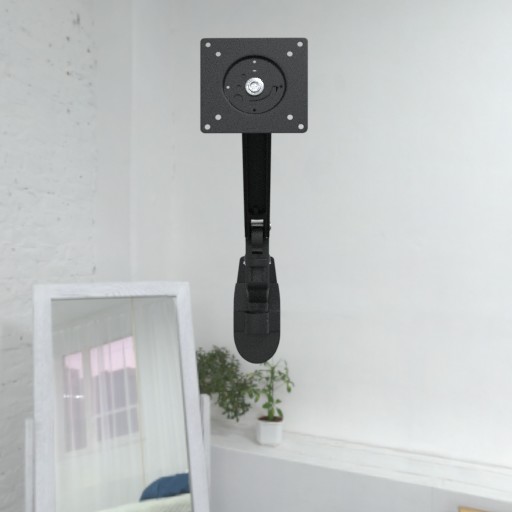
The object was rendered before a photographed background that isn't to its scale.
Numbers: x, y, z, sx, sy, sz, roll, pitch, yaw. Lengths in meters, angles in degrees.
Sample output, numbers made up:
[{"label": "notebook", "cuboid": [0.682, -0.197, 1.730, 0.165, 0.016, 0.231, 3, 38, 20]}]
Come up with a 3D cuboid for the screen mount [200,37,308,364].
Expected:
[{"label": "screen mount", "cuboid": [0.000, 0.000, 0.721, 0.115, 0.466, 0.495, 0, 0, 0]}]
